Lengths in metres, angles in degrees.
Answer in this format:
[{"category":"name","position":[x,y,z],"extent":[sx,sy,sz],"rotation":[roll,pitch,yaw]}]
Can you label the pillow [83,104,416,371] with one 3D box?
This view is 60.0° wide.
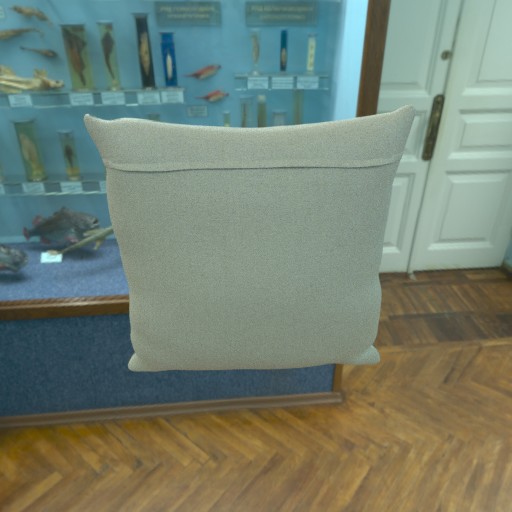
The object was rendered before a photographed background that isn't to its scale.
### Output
[{"category":"pillow","position":[0.000,0.000,0.676],"extent":[0.440,0.441,0.182],"rotation":[-2,30,-3]}]
